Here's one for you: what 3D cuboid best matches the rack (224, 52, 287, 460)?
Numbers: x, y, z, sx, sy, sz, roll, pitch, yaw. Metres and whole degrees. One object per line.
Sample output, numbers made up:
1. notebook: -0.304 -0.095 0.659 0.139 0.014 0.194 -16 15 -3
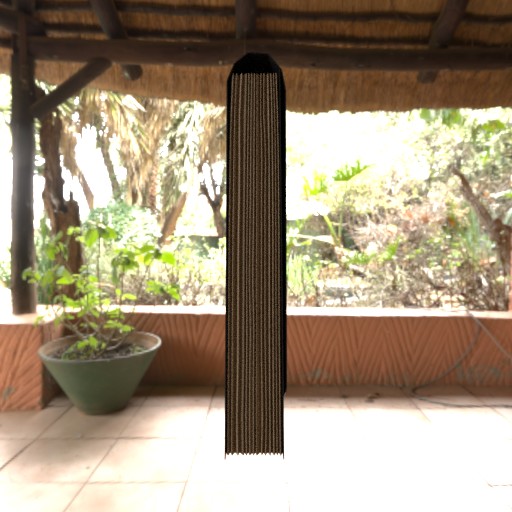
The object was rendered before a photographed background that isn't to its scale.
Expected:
1. rack: 0.000 0.000 0.425 0.041 0.241 0.330 0 0 0
